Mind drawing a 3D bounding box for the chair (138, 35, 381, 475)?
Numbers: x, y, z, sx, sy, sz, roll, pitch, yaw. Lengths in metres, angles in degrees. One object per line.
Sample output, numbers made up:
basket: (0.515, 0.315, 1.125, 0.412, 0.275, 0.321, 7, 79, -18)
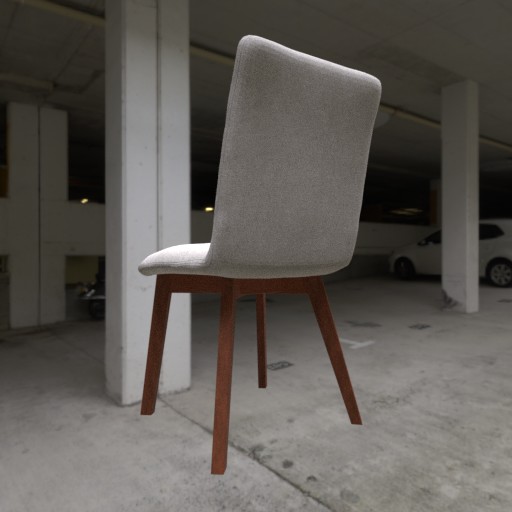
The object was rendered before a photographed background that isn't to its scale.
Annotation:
chair: (0.000, 0.000, 1.285, 0.522, 0.974, 0.563, 0, 1, -37)
